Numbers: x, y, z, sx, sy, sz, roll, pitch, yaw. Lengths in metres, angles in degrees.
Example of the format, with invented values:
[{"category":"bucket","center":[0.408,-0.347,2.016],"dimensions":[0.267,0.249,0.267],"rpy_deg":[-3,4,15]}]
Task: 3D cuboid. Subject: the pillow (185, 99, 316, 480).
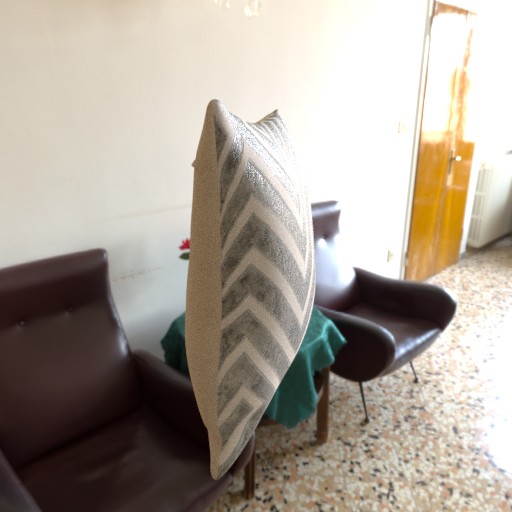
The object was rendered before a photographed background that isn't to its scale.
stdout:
[{"category":"pillow","center":[0.000,0.000,0.675],"dimensions":[0.182,0.441,0.440],"rpy_deg":[3,18,10]}]
